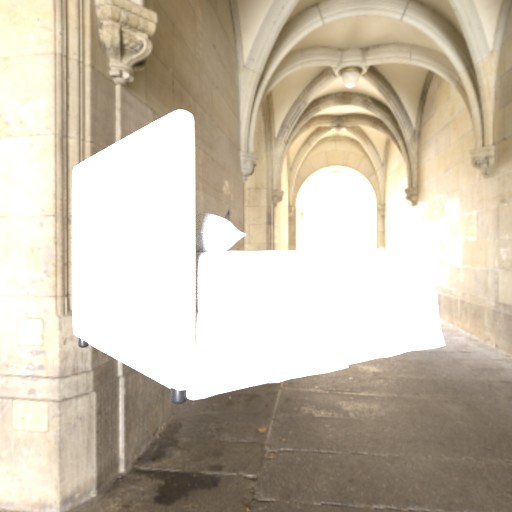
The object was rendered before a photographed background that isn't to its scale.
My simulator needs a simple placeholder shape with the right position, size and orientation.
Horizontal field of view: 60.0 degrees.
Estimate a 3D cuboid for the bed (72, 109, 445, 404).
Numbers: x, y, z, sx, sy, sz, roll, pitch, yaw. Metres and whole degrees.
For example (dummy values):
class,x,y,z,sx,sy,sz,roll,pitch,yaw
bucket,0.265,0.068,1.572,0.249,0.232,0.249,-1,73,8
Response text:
class,x,y,z,sx,sy,sz,roll,pitch,yaw
bed,0.000,0.000,3.219,2.142,1.330,1.748,0,1,-37
